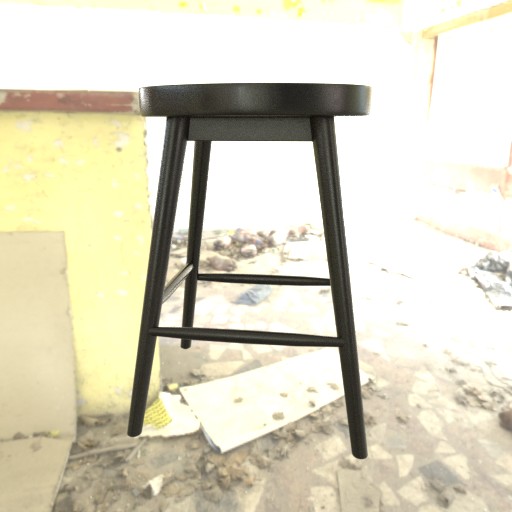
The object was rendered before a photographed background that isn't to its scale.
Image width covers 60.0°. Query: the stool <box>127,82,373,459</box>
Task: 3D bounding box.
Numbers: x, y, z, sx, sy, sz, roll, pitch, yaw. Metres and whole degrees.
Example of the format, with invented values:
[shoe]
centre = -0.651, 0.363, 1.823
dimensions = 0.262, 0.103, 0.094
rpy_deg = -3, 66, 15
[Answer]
[stool]
centre = 0.000, 0.000, 0.873
dimensions = 0.440, 0.615, 0.361
rpy_deg = 2, 17, 7
